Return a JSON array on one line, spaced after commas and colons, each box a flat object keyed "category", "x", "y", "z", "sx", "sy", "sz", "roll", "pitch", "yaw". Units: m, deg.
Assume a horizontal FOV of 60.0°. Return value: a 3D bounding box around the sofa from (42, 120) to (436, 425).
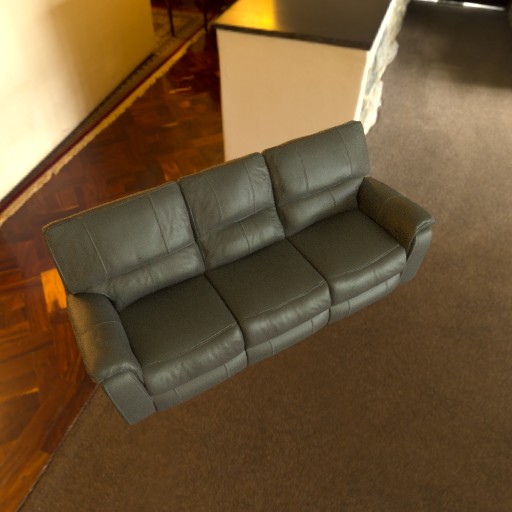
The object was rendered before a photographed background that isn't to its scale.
[{"category": "sofa", "x": 0.000, "y": 0.000, "z": 3.232, "sx": 2.627, "sy": 1.134, "sz": 1.104, "roll": -23, "pitch": 51, "yaw": -20}]
